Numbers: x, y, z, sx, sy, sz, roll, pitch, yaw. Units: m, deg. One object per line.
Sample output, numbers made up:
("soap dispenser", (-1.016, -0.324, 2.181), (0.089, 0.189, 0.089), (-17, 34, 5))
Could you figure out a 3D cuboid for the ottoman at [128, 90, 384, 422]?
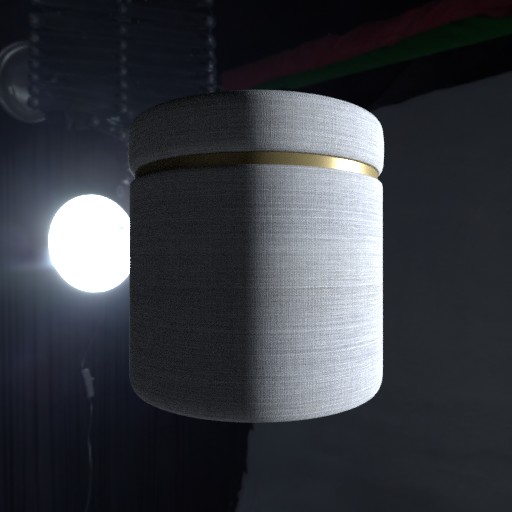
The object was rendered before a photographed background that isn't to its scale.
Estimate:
("ottoman", (0.000, 0.000, 0.721), (0.400, 0.406, 0.400), (0, 0, 0))
